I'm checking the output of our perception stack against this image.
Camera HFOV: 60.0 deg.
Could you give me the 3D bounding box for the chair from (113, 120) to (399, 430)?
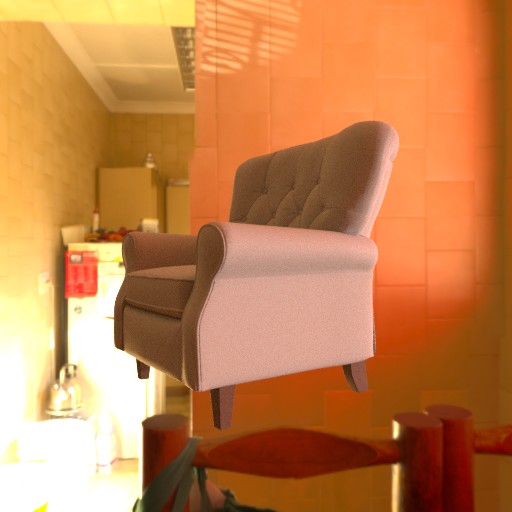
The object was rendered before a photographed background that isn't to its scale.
[{"bbox_3d":[0.000,0.000,2.128,1.128,1.217,1.090,0,0,-35],"label":"chair"}]
